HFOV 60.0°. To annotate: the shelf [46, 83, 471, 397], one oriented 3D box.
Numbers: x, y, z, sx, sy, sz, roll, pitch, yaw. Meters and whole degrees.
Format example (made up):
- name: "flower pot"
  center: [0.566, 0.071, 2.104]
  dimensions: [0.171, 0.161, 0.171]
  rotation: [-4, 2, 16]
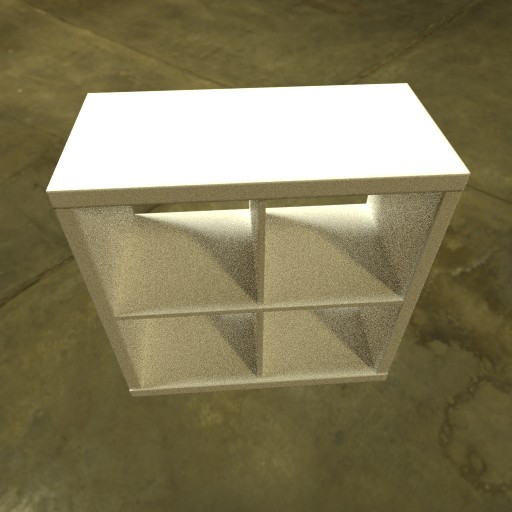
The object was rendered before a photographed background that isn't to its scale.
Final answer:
- name: "shelf"
  center: [0.000, 0.000, 1.239]
  dimensions: [0.790, 0.786, 0.390]
  rotation: [-3, 46, -3]
